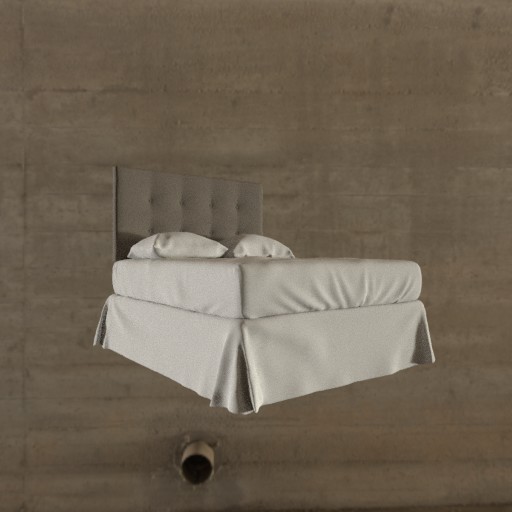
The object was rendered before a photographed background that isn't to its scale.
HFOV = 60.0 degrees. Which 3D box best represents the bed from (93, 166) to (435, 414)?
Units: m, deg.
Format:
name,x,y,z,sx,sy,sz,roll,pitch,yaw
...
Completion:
name,x,y,z,sx,sy,sz,roll,pitch,yaw
bed,0.000,0.000,3.571,1.936,1.577,2.222,0,0,-37
